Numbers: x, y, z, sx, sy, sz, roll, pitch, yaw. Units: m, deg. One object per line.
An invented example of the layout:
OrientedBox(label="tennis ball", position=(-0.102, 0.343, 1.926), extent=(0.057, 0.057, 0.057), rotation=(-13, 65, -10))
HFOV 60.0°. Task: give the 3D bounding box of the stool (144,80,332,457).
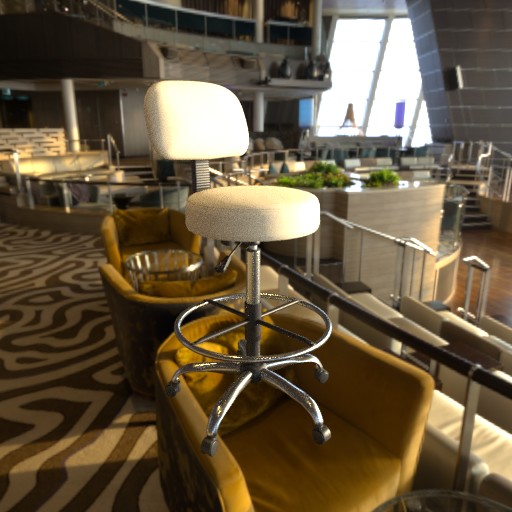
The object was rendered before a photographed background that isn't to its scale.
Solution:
OrientedBox(label="stool", position=(0.000, 0.000, 1.415), extent=(0.616, 1.080, 0.609), rotation=(15, 22, 43))
